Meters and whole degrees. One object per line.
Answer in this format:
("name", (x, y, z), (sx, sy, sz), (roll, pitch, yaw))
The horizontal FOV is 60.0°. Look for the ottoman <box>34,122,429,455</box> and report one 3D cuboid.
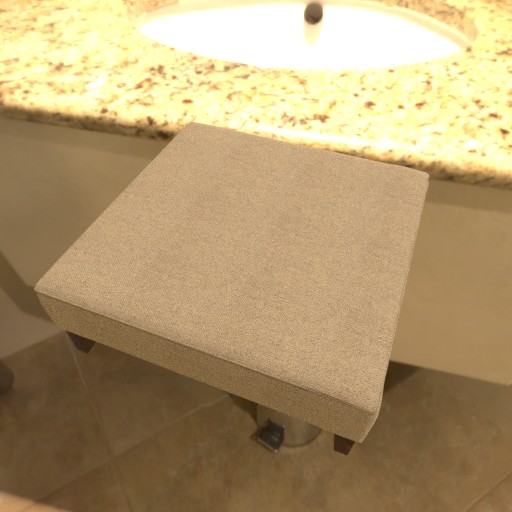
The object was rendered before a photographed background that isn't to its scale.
("ottoman", (0.000, 0.000, 1.530), (0.982, 0.381, 0.973), (16, 50, 14))
